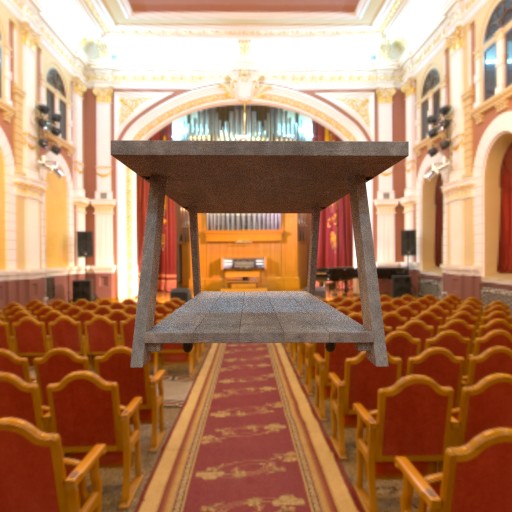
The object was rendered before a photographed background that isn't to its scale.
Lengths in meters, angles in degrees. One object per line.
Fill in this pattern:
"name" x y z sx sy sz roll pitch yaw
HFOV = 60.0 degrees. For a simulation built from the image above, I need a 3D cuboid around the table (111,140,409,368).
"table" 0.000 0.000 1.514 0.610 0.470 1.219 0 0 -1
